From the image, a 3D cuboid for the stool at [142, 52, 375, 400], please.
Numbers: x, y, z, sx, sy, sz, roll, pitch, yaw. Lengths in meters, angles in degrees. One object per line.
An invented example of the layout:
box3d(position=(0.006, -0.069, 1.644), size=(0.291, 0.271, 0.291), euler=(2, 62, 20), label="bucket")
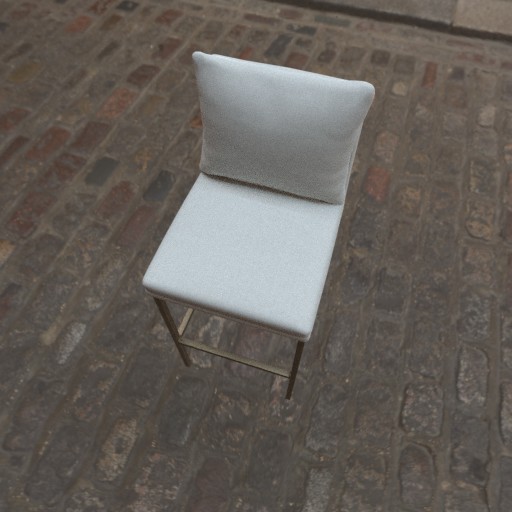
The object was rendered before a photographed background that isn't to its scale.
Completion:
box3d(position=(0.000, 0.000, 1.426), size=(0.463, 1.125, 0.572), euler=(15, 61, 9), label="stool")
